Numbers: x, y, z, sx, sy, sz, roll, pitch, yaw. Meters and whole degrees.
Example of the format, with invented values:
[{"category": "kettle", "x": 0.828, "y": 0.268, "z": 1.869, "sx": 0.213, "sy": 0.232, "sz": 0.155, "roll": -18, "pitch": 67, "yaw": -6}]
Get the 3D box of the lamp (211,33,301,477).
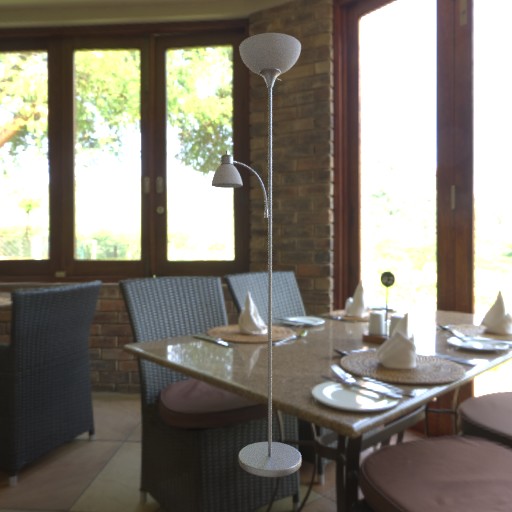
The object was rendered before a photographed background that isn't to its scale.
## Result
[{"category": "lamp", "x": 0.000, "y": 0.000, "z": 1.887, "sx": 0.425, "sy": 1.804, "sz": 0.279, "roll": 0, "pitch": 1, "yaw": -37}]
